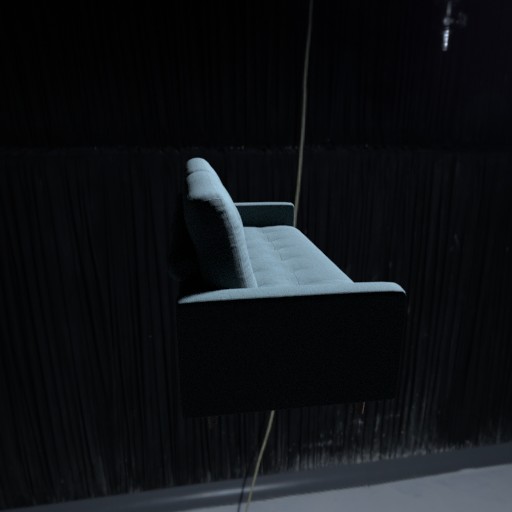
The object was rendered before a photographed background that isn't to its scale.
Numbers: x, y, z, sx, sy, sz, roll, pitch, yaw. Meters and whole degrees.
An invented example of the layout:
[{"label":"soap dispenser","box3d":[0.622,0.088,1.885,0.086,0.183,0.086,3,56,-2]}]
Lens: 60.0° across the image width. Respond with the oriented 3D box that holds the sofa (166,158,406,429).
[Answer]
[{"label":"sofa","box3d":[0.000,0.000,2.643,0.966,1.050,2.010,-2,17,-8]}]
